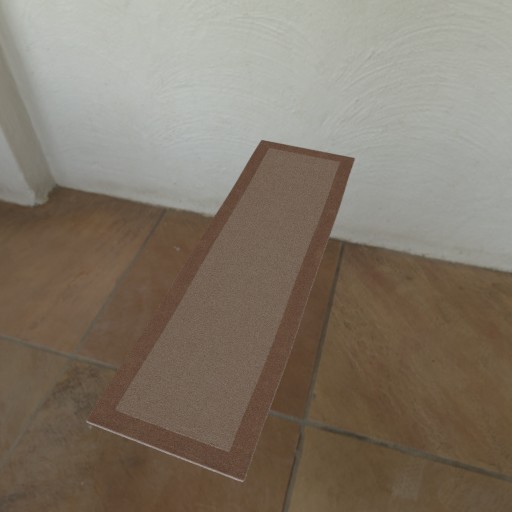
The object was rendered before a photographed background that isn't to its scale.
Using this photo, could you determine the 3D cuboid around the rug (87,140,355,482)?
[{"bbox_3d":[0.000,0.000,2.684,0.767,0.012,2.430,14,49,13],"label":"rug"}]
